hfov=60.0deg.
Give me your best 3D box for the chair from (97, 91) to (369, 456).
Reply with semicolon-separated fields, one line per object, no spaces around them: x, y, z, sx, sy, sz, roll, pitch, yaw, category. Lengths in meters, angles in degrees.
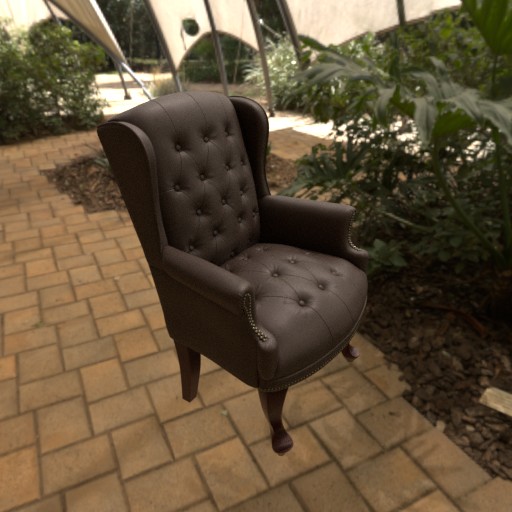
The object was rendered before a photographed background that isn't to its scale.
0.000;0.000;1.685;0.819;1.132;0.829;17;32;30;chair
